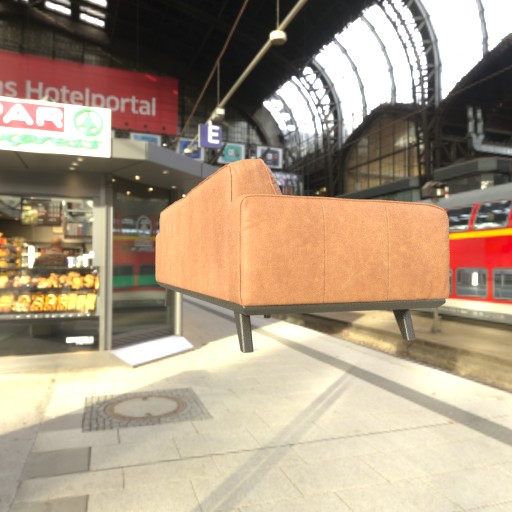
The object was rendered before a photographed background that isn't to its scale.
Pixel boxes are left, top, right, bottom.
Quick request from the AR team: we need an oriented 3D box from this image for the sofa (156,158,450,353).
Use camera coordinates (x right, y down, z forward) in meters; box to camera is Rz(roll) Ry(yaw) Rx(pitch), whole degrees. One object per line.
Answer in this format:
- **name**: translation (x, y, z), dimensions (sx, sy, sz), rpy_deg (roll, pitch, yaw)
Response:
- **sofa**: translation (0.000, 0.000, 2.768), dimensions (0.953, 0.780, 2.270), rpy_deg (0, -1, -20)
